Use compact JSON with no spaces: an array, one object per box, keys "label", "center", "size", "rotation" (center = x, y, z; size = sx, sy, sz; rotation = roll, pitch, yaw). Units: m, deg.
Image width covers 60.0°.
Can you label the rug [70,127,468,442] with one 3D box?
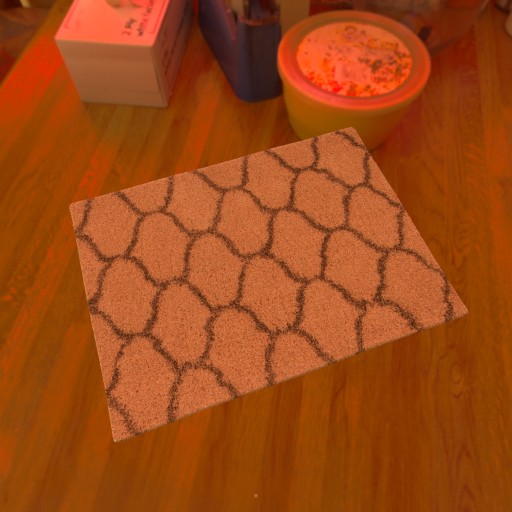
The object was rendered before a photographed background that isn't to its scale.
[{"label":"rug","center":[0.000,0.000,2.128],"size":[1.600,0.025,1.200],"rotation":[-17,63,-9]}]
